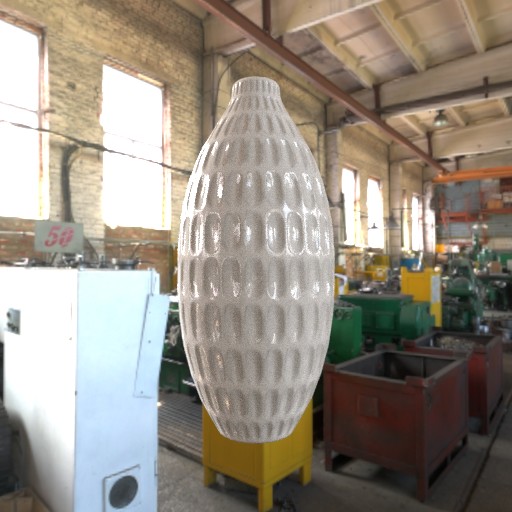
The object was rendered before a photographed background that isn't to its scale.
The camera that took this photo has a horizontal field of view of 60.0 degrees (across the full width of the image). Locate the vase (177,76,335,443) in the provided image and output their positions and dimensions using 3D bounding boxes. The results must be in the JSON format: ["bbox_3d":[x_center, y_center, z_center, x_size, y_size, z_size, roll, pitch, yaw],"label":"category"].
[{"bbox_3d":[0.000,0.000,0.363,0.127,0.282,0.127,0,-1,0],"label":"vase"}]
